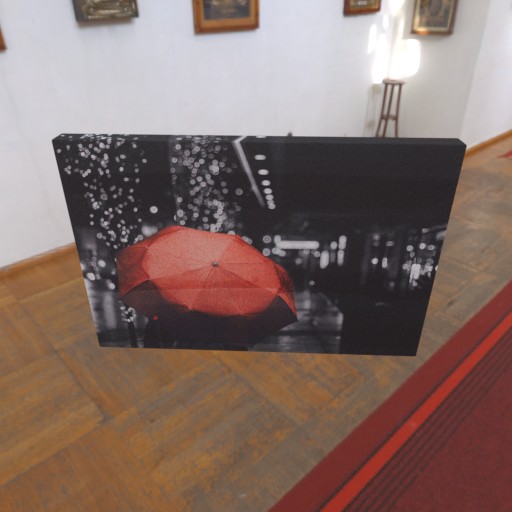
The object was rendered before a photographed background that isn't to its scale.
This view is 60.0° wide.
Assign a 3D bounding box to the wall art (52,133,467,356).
[{"bbox_3d":[0.000,0.000,0.765,0.609,0.406,0.037,1,30,2],"label":"wall art"}]
